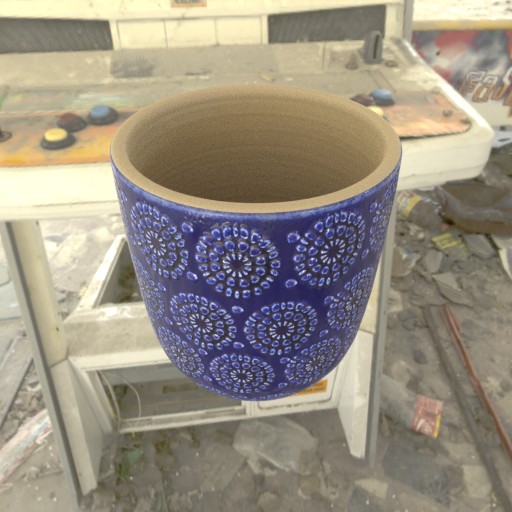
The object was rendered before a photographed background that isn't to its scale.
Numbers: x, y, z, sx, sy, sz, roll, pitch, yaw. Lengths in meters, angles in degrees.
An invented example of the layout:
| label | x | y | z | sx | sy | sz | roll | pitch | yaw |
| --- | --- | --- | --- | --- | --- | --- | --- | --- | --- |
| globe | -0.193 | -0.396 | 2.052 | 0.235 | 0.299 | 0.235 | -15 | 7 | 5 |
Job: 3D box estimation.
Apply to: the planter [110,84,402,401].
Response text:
| label | x | y | z | sx | sy | sz | roll | pitch | yaw |
| --- | --- | --- | --- | --- | --- | --- | --- | --- | --- |
| planter | 0.000 | 0.000 | 0.347 | 0.184 | 0.206 | 0.184 | 0 | 40 | 0 |
